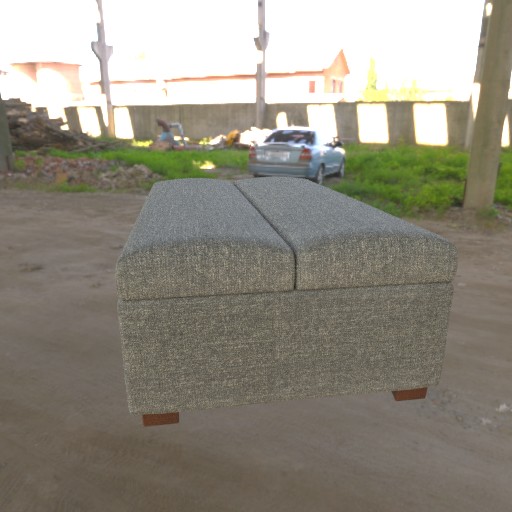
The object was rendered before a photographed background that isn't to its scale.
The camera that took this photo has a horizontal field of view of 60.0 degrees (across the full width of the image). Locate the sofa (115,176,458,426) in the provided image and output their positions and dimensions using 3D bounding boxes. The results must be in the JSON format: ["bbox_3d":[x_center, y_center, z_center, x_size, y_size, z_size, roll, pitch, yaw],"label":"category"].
[{"bbox_3d":[0.000,0.000,1.528,0.782,0.417,1.198,-3,17,-9],"label":"sofa"}]
